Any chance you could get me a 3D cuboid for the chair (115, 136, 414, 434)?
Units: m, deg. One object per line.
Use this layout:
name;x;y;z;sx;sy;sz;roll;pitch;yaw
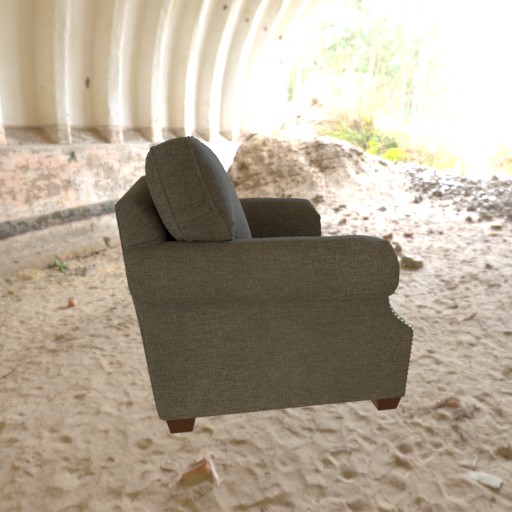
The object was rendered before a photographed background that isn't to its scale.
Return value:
chair;0.000;0.000;1.832;0.965;0.961;1.092;-3;15;-9
